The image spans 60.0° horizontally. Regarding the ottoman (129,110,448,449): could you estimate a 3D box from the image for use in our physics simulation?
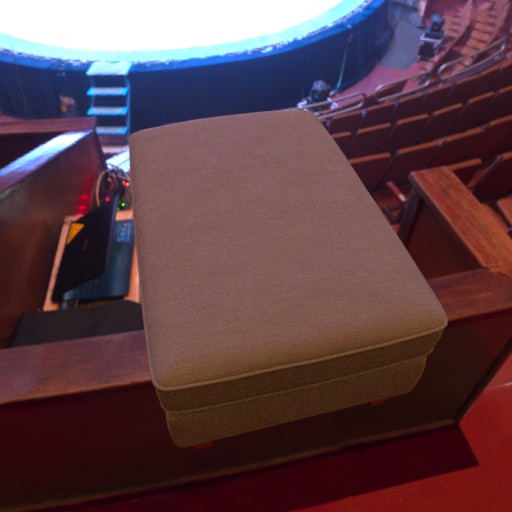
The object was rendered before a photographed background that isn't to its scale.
[{"bbox_3d":[0.000,0.000,1.305,0.636,0.480,0.941,-10,48,-9],"label":"ottoman"}]
